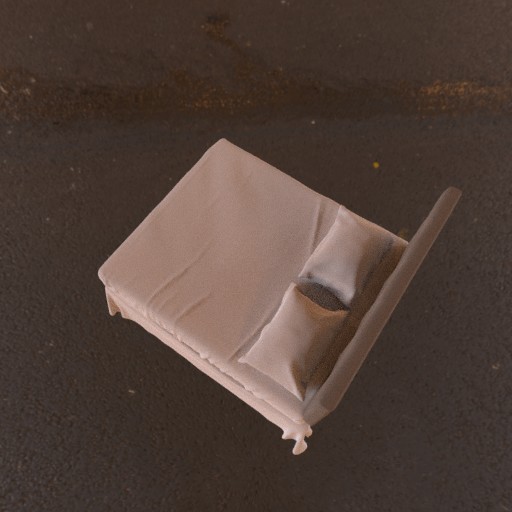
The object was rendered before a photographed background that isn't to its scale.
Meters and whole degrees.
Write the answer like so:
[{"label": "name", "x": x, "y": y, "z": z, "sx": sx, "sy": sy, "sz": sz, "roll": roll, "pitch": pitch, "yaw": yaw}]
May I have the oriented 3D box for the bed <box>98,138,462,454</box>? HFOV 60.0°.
[{"label": "bed", "x": 0.000, "y": 0.000, "z": 3.458, "sx": 2.222, "sy": 1.577, "sz": 1.936, "roll": 32, "pitch": 69, "yaw": 14}]
